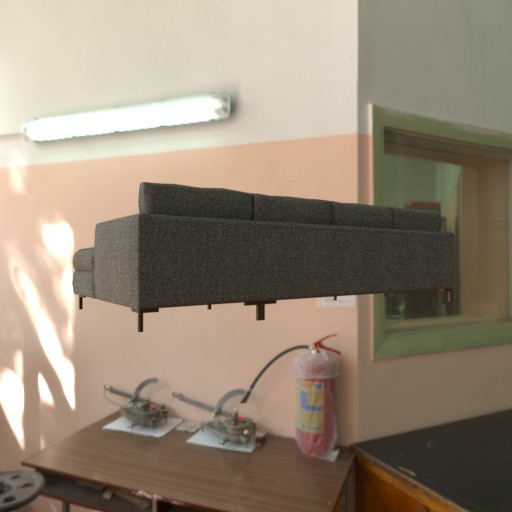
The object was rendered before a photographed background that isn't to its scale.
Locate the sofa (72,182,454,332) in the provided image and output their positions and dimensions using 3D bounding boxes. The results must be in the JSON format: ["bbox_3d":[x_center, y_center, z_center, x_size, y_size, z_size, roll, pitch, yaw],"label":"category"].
[{"bbox_3d":[0.000,0.000,3.635,2.737,0.756,1.879,0,-1,-35],"label":"sofa"}]
